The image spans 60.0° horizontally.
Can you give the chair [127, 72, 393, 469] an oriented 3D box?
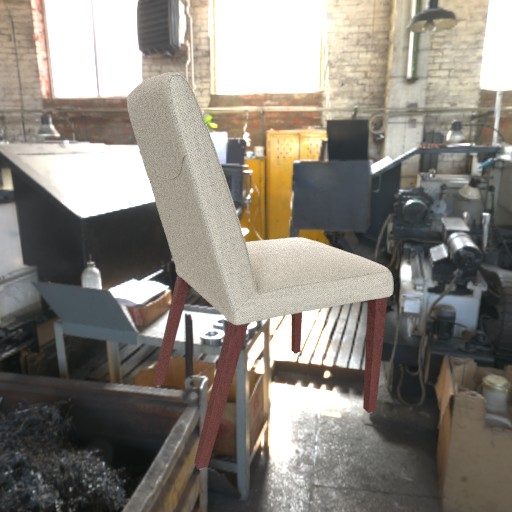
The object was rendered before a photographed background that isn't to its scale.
[{"bbox_3d":[0.000,0.000,1.244,0.594,0.900,0.480,-7,16,-25],"label":"chair"}]
